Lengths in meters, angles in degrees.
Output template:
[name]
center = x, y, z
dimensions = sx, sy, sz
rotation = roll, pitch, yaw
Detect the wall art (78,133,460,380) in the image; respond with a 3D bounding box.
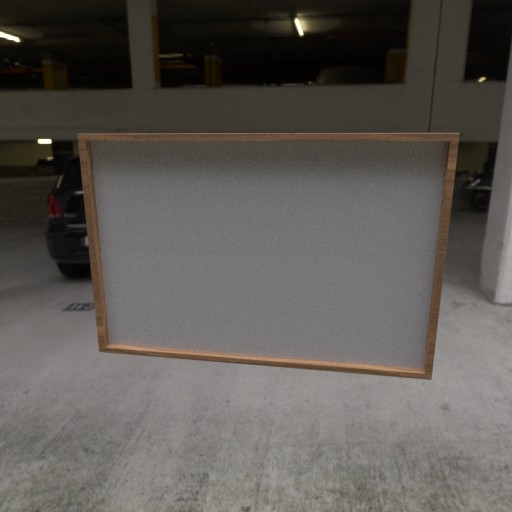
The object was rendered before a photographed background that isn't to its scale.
[wall art]
center = 0.000, 0.000, 0.754
dimensions = 0.604, 0.402, 0.018
rotation = 2, 15, 9
